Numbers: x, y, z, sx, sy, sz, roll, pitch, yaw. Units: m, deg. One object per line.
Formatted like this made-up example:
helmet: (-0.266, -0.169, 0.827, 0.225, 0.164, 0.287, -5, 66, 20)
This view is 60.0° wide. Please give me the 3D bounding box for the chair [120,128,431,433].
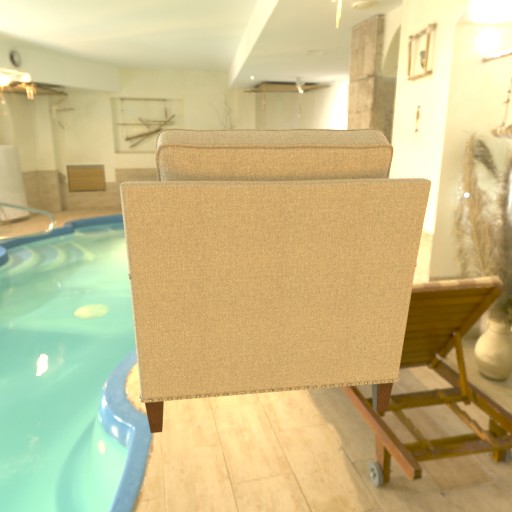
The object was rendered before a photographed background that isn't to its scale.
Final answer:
chair: (0.000, 0.000, 1.732, 0.853, 0.943, 1.014, -2, 15, -8)
